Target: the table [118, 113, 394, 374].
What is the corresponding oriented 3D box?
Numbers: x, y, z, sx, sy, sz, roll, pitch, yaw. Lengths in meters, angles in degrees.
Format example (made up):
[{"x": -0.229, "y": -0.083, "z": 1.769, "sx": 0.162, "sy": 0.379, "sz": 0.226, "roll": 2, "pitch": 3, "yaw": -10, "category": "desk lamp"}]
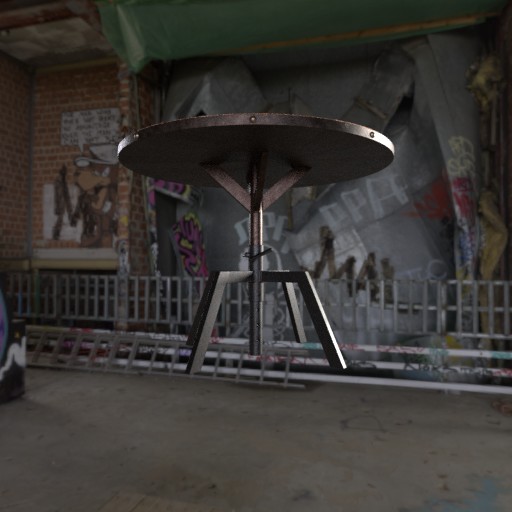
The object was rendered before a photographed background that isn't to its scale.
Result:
[{"x": 0.000, "y": 0.000, "z": 1.481, "sx": 0.885, "sy": 0.658, "sz": 0.885, "roll": 0, "pitch": -1, "yaw": 0, "category": "table"}]
